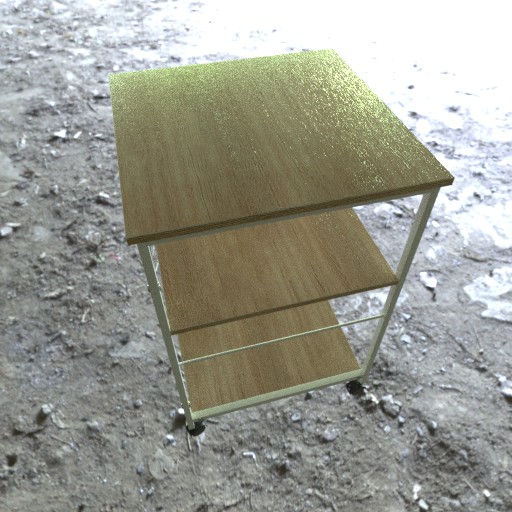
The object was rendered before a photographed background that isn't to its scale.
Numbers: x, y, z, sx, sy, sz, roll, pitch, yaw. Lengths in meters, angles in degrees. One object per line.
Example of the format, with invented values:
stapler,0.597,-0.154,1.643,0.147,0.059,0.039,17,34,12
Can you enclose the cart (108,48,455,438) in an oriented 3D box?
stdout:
cart,0.000,0.000,1.114,0.520,0.762,0.521,-11,48,-10
